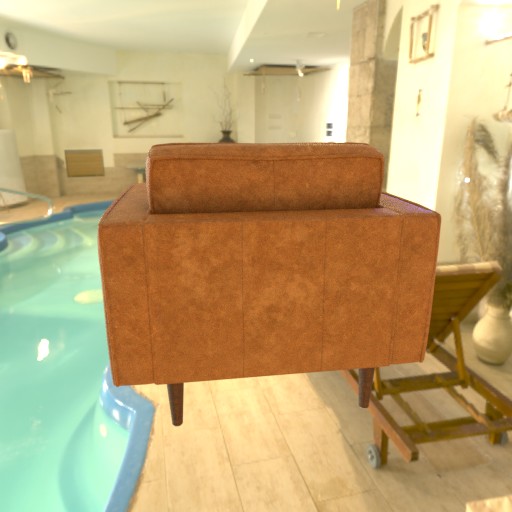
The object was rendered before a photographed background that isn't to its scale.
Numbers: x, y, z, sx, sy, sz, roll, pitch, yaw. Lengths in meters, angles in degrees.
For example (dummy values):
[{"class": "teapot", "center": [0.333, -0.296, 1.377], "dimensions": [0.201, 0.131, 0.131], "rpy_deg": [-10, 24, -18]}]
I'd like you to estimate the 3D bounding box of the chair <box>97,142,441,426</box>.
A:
[{"class": "chair", "center": [0.000, 0.000, 1.518], "dimensions": [0.928, 0.767, 0.798], "rpy_deg": [-2, 17, -8]}]
